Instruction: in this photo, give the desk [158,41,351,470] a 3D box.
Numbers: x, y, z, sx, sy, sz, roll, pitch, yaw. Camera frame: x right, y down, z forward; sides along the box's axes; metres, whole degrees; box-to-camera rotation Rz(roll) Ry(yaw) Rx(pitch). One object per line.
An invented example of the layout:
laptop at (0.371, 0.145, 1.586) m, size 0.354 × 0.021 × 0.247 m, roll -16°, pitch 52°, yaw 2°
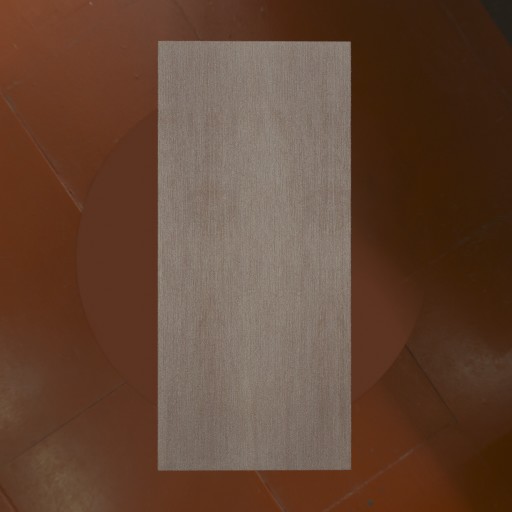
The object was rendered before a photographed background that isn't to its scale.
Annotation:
desk at (0.000, 0.000, 1.431) m, size 0.470 × 0.762 × 1.016 m, roll 0°, pitch 90°, yaw 0°
